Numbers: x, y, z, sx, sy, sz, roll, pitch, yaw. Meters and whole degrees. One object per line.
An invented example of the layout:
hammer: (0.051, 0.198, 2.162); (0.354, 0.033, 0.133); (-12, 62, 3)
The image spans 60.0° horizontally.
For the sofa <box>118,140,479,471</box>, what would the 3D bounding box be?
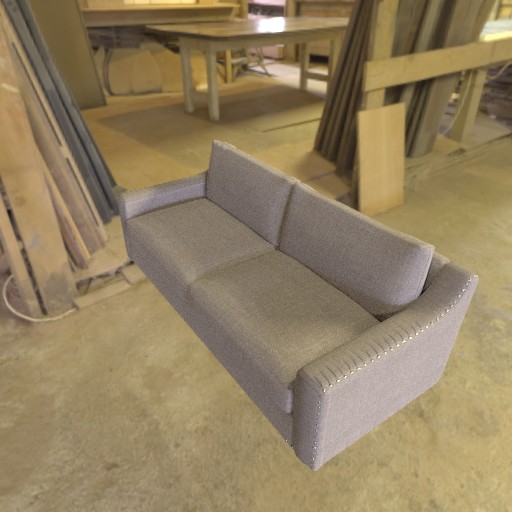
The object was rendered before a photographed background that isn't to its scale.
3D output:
sofa: (0.000, 0.000, 2.721); (1.000, 0.857, 2.208); (-20, 37, -29)
